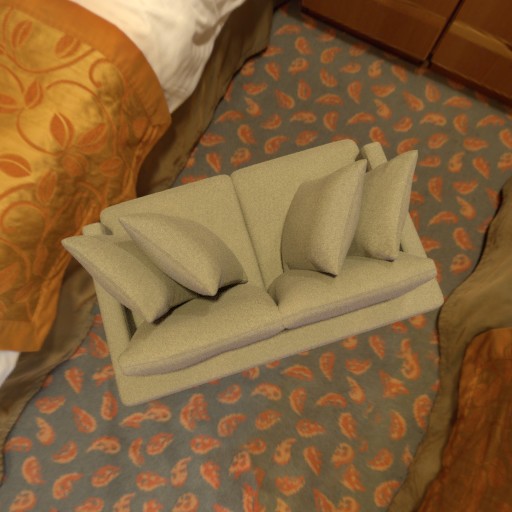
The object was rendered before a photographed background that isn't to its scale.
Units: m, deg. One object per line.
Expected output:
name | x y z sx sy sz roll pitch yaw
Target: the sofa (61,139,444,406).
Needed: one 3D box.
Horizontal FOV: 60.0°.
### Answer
sofa | 0.000 0.000 2.649 1.869 1.080 1.228 -17 77 -4
